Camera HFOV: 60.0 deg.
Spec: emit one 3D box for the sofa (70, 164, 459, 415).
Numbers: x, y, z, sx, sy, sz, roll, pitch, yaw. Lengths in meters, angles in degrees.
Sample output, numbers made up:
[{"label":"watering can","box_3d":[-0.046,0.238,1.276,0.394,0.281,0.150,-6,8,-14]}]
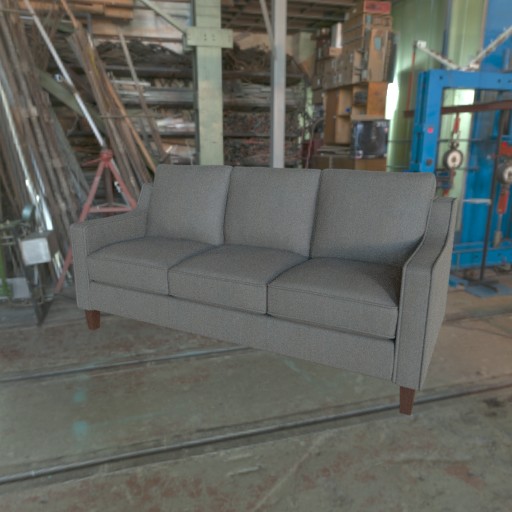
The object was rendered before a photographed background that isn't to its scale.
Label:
[{"label":"sofa","box_3d":[0.000,0.000,2.524,1.986,0.974,0.911,8,16,27]}]
